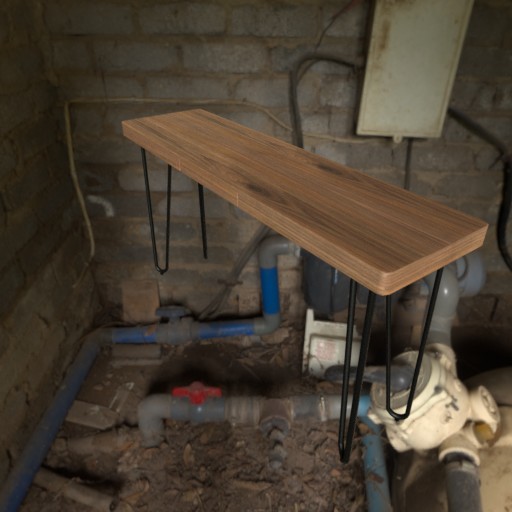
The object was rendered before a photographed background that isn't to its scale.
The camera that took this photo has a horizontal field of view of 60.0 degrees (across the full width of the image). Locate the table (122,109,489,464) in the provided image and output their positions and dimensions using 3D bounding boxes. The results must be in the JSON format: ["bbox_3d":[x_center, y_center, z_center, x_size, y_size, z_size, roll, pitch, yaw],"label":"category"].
[{"bbox_3d":[0.000,0.000,1.835,0.425,0.834,1.570,-21,37,-30],"label":"table"}]
